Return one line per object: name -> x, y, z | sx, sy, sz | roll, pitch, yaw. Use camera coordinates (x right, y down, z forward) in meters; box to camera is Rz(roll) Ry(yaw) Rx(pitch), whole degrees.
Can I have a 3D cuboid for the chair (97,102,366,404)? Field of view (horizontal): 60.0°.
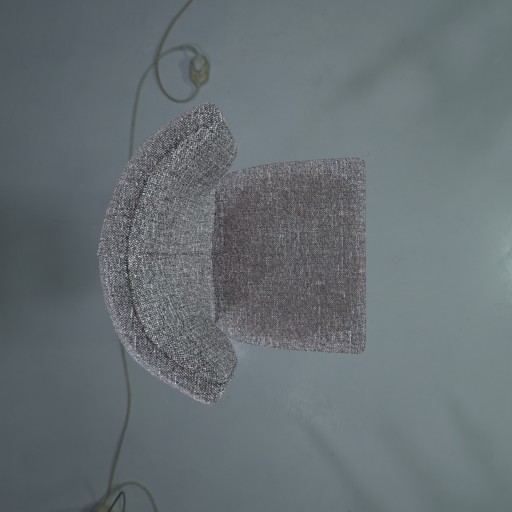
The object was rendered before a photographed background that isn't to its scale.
chair -> 0.000, 0.000, 1.268 | 0.617, 0.824, 0.611 | 0, 89, 3
